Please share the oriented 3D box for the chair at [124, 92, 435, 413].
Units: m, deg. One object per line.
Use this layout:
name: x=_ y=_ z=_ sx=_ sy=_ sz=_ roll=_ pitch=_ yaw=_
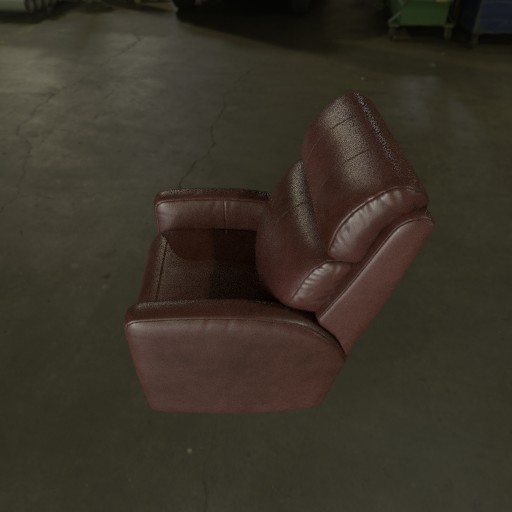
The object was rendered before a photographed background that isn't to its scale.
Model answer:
chair: x=0.000 y=0.000 z=1.687 sx=0.939 sy=1.016 sz=0.787 roll=-1 pitch=40 yaw=-2
